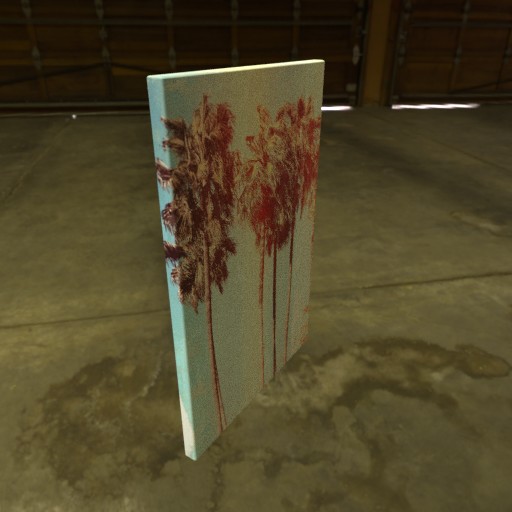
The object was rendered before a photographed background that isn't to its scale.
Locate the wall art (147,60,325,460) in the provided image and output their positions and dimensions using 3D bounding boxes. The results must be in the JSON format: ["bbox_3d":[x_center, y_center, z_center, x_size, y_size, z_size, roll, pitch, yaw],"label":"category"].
[{"bbox_3d":[0.000,0.000,1.160,0.037,0.915,0.605,17,31,30],"label":"wall art"}]
